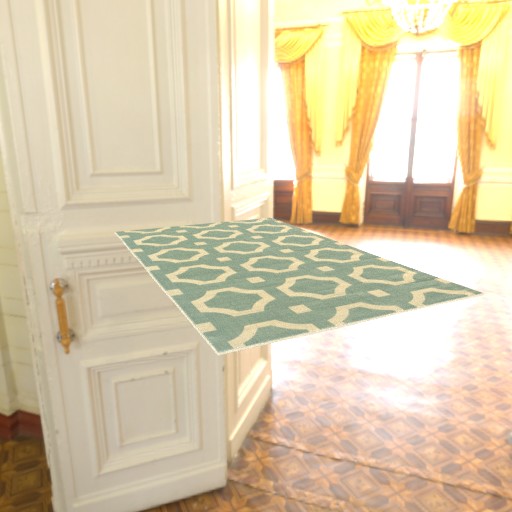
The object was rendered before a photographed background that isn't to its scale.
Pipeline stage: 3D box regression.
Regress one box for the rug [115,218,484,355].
[{"bbox_3d":[0.000,0.000,3.099,1.528,0.015,2.443,-7,17,-25],"label":"rug"}]
